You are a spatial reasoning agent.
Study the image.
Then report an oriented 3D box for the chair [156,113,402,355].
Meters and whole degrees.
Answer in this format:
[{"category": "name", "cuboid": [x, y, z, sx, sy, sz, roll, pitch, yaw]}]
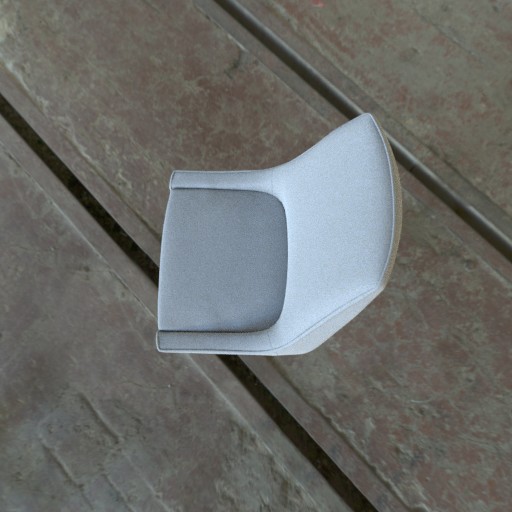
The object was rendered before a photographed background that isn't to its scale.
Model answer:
[{"category": "chair", "cuboid": [0.000, 0.000, 1.223, 0.544, 0.861, 0.529, 1, 74, 0]}]
